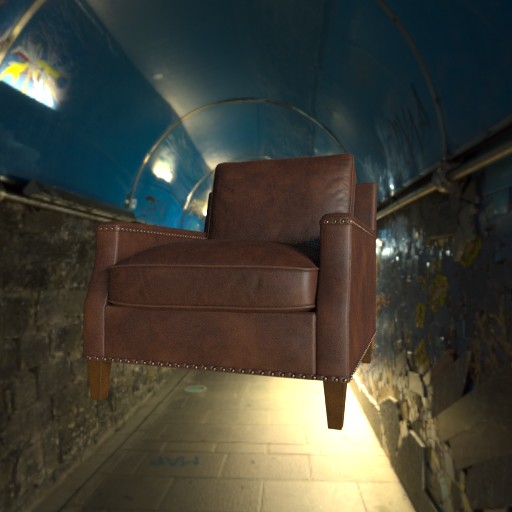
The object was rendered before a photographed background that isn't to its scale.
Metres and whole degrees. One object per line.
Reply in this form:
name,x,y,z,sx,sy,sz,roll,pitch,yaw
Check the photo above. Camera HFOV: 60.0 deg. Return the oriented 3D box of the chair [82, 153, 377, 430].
chair,0.000,0.000,1.728,0.853,0.929,1.014,0,-1,20
